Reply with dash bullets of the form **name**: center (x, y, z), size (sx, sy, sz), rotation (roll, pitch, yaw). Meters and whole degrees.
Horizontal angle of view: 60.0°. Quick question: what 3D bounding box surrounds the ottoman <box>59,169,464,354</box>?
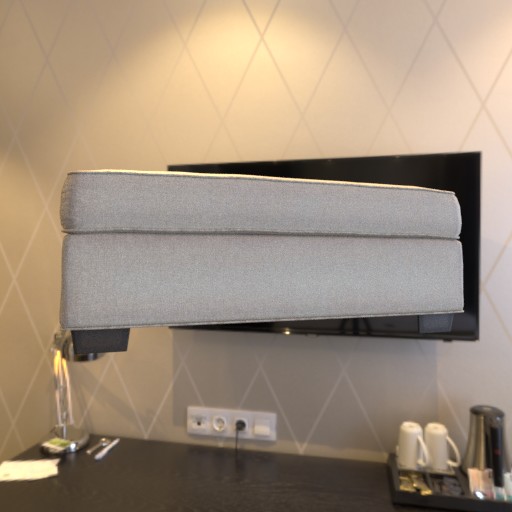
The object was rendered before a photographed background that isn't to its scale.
- **ottoman**: center (0.000, 0.000, 1.416), size (1.097, 0.448, 0.617), rotation (0, 0, -18)
